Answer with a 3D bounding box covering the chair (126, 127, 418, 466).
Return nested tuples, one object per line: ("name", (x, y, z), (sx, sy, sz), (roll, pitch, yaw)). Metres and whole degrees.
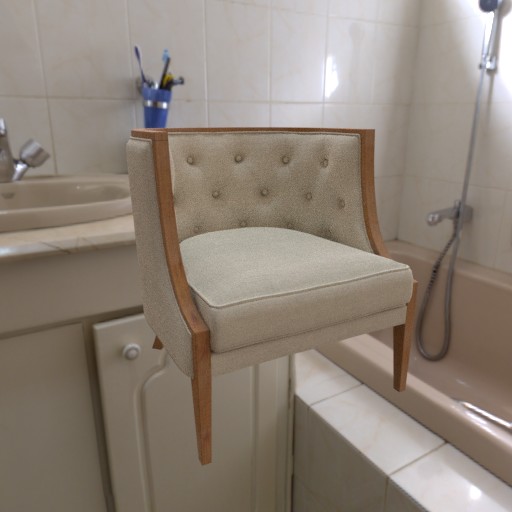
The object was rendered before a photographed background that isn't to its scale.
("chair", (0.000, 0.000, 1.412), (0.711, 0.775, 0.757), (-9, 19, -27))
